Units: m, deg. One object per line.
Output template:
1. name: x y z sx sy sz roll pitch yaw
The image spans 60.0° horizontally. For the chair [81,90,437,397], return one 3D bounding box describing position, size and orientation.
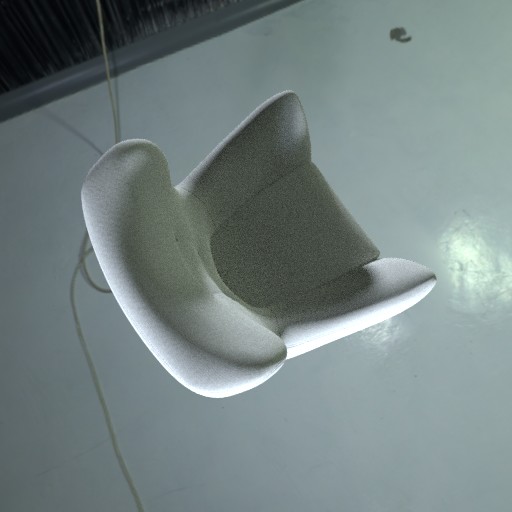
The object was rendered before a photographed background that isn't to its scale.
1. chair: 0.000 0.000 1.622 0.889 0.889 0.890 -31 76 -9
